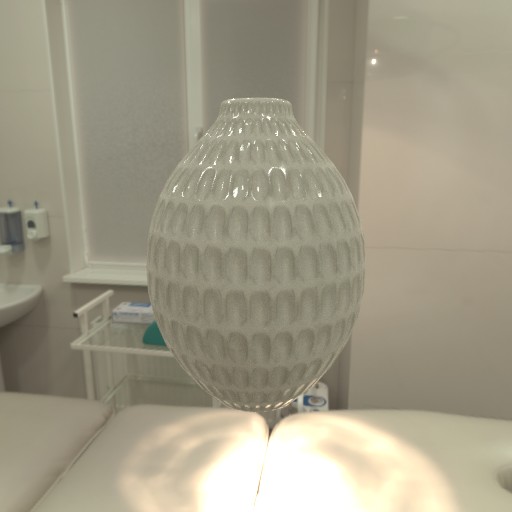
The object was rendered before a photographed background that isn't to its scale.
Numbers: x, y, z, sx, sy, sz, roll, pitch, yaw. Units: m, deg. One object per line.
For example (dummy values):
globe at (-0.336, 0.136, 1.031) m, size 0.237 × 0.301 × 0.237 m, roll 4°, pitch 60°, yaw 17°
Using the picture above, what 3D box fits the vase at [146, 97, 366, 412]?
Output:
vase at (0.000, 0.000, 0.336) m, size 0.162 × 0.223 × 0.162 m, roll 0°, pitch 14°, yaw 0°
